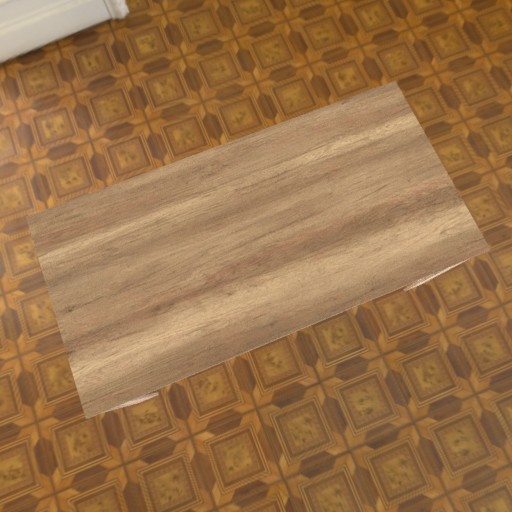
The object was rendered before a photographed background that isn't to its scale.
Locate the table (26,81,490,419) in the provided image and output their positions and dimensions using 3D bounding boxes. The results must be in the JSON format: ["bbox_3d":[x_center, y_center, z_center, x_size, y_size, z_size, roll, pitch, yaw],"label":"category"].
[{"bbox_3d":[0.000,0.000,2.297,1.800,0.790,0.900,-22,76,-6],"label":"table"}]
